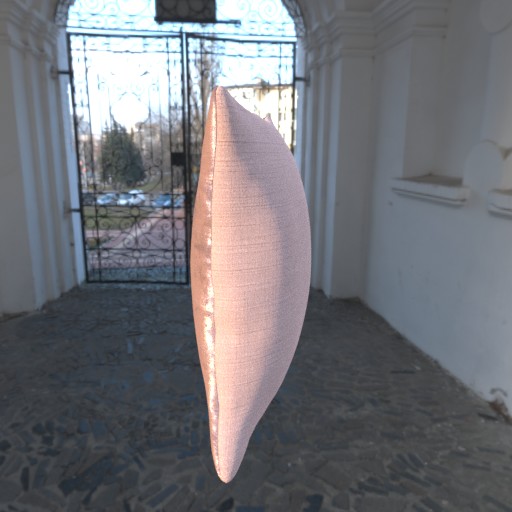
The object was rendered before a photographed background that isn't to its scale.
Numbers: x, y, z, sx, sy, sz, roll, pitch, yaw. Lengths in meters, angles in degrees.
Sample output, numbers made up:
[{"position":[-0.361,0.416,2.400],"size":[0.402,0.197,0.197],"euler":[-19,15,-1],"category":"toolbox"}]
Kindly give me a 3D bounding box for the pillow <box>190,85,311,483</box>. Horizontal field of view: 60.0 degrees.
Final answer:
[{"position":[0.000,0.000,0.712],"size":[0.175,0.464,0.470],"euler":[2,13,9],"category":"pillow"}]
